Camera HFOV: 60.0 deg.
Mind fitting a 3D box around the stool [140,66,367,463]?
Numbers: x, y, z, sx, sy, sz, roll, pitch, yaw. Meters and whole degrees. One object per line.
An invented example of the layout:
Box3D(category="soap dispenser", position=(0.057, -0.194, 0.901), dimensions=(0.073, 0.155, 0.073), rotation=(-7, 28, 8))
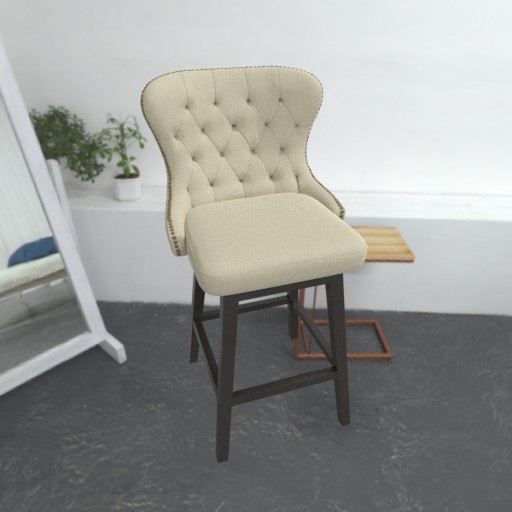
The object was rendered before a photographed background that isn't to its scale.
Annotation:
Box3D(category="stool", position=(0.000, 0.000, 1.320), dimensions=(0.528, 0.971, 0.593), rotation=(-10, 33, -16))
